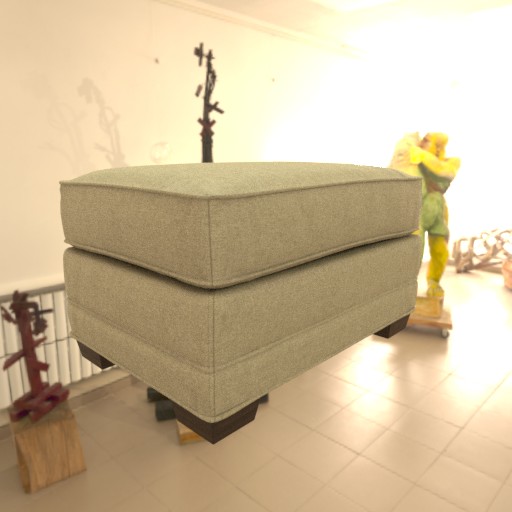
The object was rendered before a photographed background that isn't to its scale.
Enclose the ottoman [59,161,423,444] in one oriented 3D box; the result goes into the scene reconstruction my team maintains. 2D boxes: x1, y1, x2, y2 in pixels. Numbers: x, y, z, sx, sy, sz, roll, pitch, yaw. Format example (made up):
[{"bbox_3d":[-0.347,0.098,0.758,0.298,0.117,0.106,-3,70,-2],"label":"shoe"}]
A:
[{"bbox_3d":[0.000,0.000,1.223,0.611,0.508,0.848,12,18,42],"label":"ottoman"}]
